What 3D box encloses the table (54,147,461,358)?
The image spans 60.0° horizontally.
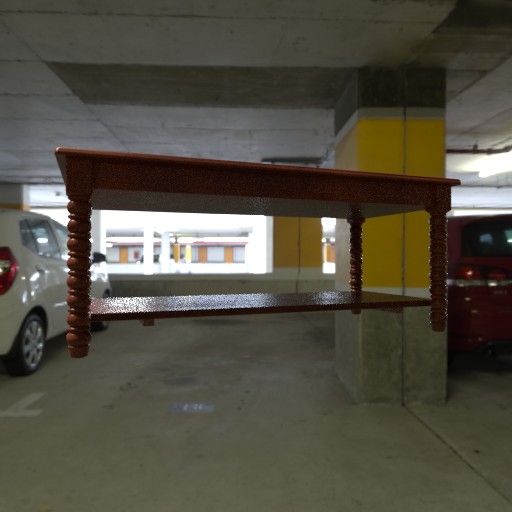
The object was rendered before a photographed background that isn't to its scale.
[{"bbox_3d":[0.000,0.000,1.454,1.171,0.485,0.580,0,0,-20],"label":"table"}]
